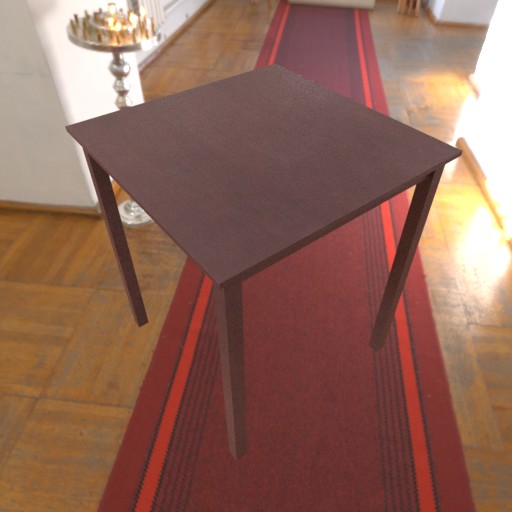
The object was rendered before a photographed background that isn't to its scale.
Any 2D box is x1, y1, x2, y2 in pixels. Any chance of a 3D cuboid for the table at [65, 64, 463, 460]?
[{"bbox_3d":[0.000,0.000,1.690,0.861,0.991,0.861,-28,50,-26],"label":"table"}]
